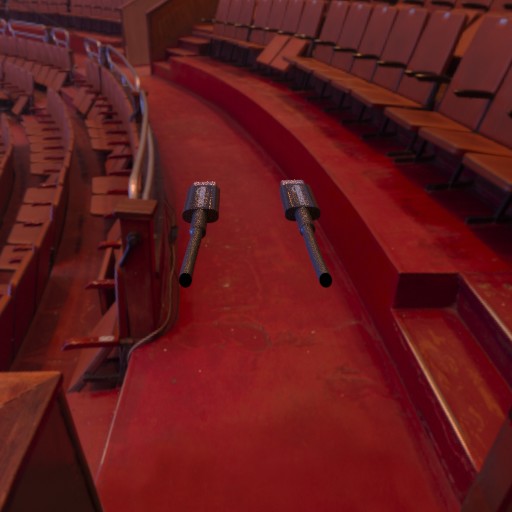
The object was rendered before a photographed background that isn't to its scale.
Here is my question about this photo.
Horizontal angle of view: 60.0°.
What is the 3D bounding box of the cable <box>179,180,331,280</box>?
[{"bbox_3d":[0.000,0.000,0.109,0.041,0.005,0.098,-1,30,-2],"label":"cable"}]
